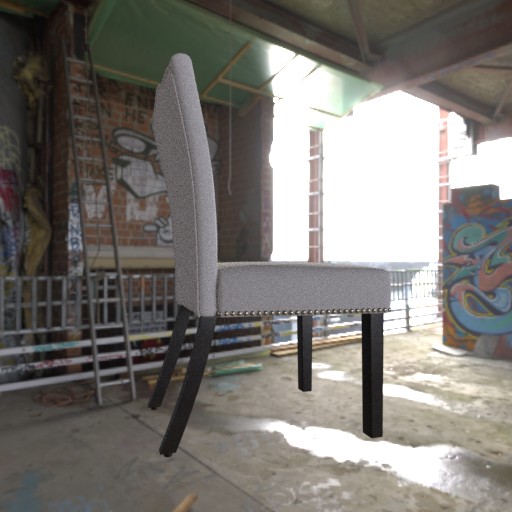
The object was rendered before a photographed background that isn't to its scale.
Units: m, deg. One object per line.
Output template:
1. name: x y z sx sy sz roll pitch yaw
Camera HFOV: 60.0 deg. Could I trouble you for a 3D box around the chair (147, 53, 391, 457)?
1. chair: 0.000 0.000 1.297 0.589 0.946 0.518 0 -1 -18
